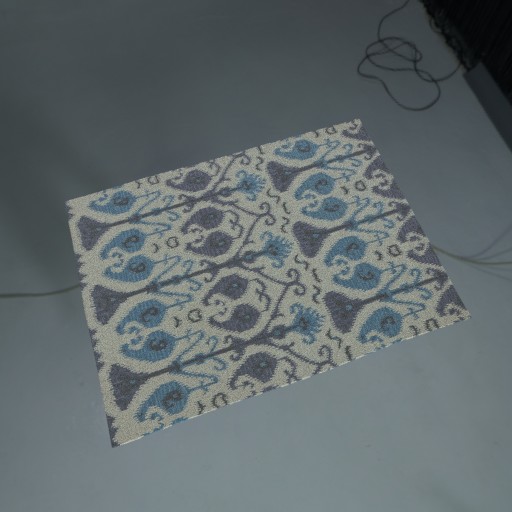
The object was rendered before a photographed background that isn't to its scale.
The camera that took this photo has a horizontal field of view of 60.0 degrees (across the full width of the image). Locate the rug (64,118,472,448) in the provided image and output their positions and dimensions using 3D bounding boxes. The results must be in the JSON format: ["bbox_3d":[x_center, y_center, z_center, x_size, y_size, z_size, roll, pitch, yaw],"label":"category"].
[{"bbox_3d":[0.000,0.000,2.917,2.261,0.013,1.676,-18,67,-8],"label":"rug"}]
